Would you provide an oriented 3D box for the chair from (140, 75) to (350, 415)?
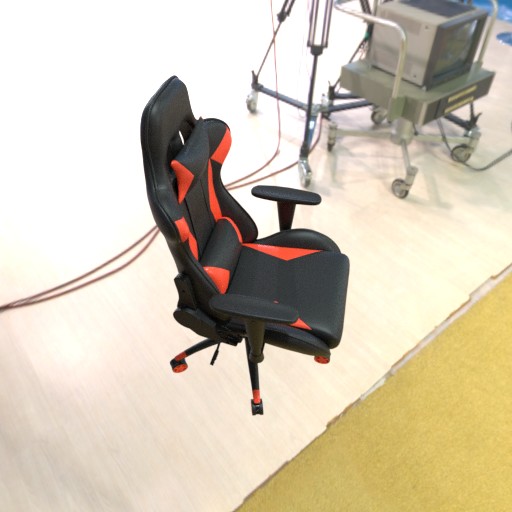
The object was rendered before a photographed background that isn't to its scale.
[{"bbox_3d":[0.000,0.000,1.682,0.730,1.282,0.695,9,47,9],"label":"chair"}]
